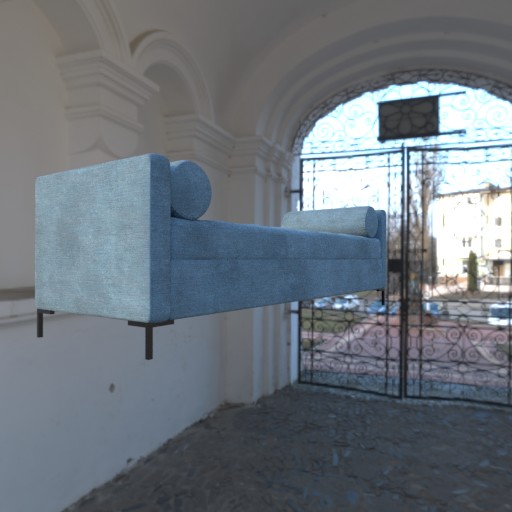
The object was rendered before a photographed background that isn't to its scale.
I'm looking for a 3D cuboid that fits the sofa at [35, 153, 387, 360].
[{"bbox_3d":[0.000,0.000,2.312,0.686,0.635,1.981,0,0,36],"label":"sofa"}]
